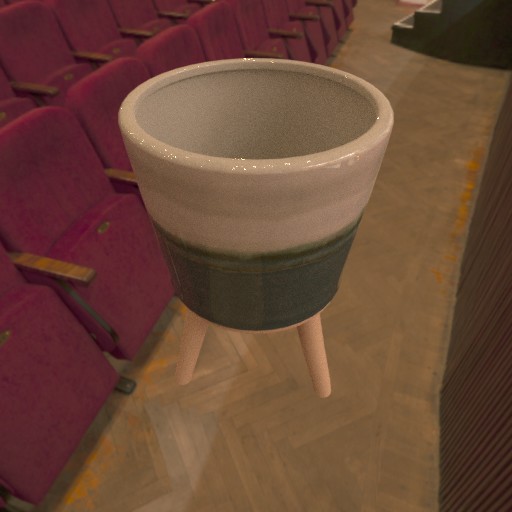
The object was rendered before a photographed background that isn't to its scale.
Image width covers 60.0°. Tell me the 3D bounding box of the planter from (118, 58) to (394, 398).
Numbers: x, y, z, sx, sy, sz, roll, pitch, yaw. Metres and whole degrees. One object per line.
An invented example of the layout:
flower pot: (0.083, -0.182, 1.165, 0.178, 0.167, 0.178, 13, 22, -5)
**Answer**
planter: (0.000, 0.000, 0.463, 0.217, 0.331, 0.217, 12, 43, 14)
